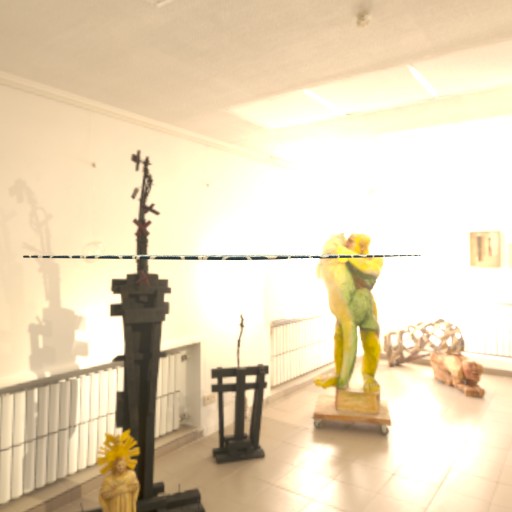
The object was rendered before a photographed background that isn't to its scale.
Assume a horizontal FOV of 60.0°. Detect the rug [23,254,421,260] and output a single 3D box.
[{"bbox_3d":[0.000,0.000,2.228,1.143,0.010,1.753,0,1,36],"label":"rug"}]
